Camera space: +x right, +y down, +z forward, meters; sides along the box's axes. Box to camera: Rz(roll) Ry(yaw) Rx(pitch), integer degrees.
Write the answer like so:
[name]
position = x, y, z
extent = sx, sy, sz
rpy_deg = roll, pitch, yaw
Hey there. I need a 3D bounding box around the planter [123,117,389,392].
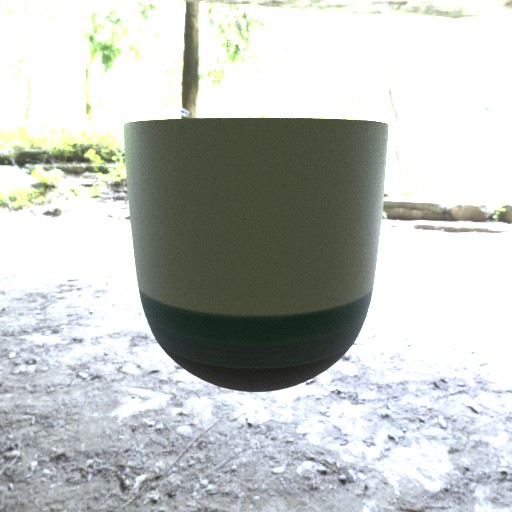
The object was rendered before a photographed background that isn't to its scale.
[planter]
position = 0.000, 0.000, 0.378
extent = 0.204, 0.214, 0.204
rpy_deg = 0, 14, 0
